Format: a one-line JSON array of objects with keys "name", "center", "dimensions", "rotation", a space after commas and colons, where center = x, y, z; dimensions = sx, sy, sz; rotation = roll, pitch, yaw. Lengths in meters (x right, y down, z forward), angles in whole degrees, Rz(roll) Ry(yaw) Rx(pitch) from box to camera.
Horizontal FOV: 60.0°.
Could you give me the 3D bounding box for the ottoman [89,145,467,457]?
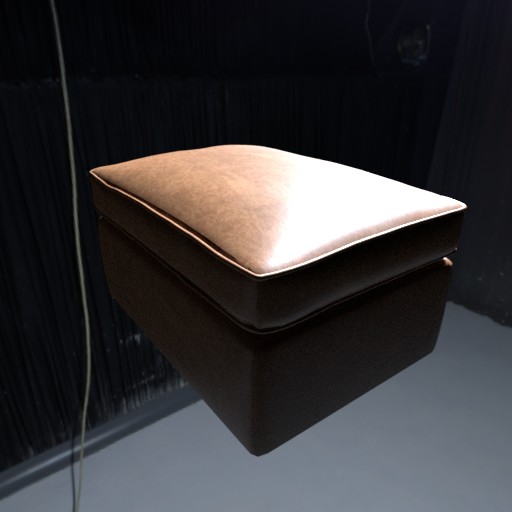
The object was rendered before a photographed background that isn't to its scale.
[{"name": "ottoman", "center": [0.000, 0.000, 1.094], "dimensions": [0.554, 0.468, 0.756], "rotation": [-17, 30, -32]}]
